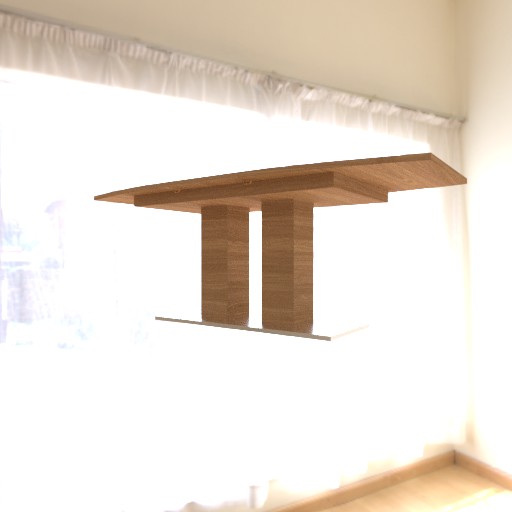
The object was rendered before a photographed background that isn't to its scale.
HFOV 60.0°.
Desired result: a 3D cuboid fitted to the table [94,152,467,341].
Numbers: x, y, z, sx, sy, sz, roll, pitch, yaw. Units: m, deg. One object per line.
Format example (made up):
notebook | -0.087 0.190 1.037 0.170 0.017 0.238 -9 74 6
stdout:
table | 0.000 0.000 2.463 2.032 0.750 0.900 0 0 36
